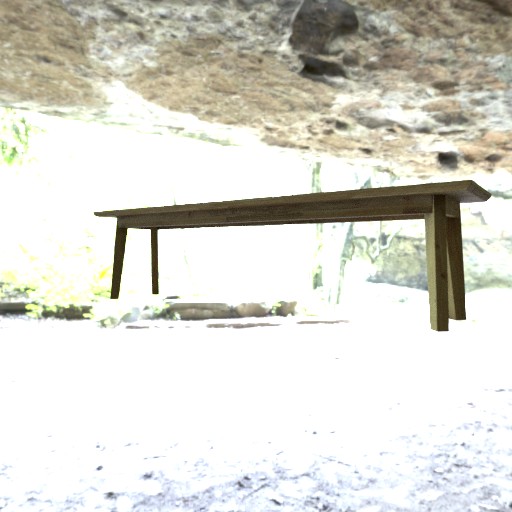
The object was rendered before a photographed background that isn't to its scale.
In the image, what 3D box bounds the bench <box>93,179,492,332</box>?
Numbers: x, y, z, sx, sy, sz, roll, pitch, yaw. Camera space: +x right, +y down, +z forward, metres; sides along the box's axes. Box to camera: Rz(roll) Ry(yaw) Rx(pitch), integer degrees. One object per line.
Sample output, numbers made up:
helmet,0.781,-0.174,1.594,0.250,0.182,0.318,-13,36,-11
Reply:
bench,0.000,0.000,1.847,1.698,0.431,0.378,0,1,35
